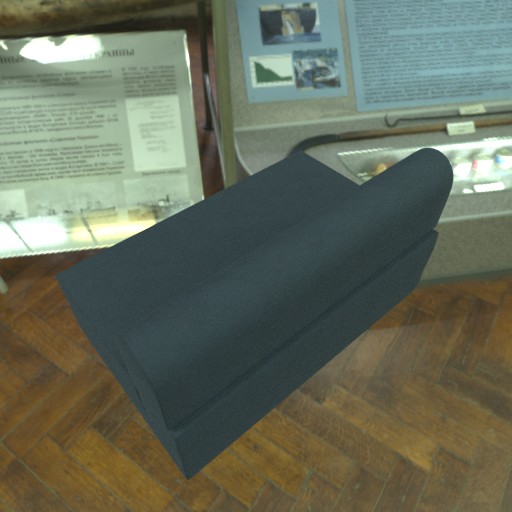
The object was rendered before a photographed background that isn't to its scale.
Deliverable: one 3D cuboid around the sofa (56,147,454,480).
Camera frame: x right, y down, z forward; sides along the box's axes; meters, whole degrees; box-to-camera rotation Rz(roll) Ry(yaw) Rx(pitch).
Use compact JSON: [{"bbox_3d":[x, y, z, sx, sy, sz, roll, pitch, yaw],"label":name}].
[{"bbox_3d":[0.000,0.000,1.628,1.219,0.660,0.762,-32,54,-27],"label":"sofa"}]
